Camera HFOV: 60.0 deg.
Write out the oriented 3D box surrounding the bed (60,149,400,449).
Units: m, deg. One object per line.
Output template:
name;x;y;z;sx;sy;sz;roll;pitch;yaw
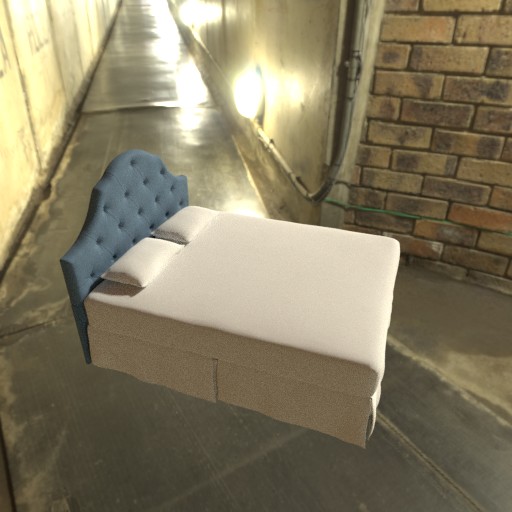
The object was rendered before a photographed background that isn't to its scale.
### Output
bed;0.000;0.000;3.925;2.477;1.617;2.039;10;32;17
